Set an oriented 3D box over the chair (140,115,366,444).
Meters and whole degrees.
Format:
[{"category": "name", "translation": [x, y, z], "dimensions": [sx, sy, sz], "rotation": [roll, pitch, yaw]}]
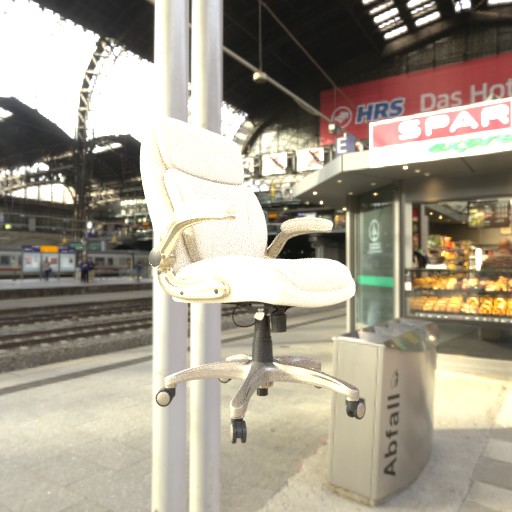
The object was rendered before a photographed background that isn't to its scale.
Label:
[{"category": "chair", "translation": [0.000, 0.000, 1.676], "dimensions": [0.794, 1.110, 0.740], "rotation": [-1, -1, 33]}]
